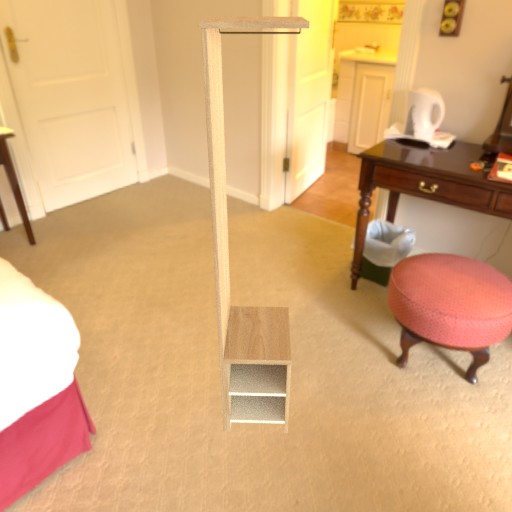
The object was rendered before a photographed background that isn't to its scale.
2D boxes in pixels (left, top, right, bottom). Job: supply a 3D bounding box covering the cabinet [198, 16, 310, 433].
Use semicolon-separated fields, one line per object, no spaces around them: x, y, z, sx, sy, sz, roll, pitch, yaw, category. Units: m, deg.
0.000;0.000;1.990;0.338;1.879;0.411;1;30;2;cabinet
